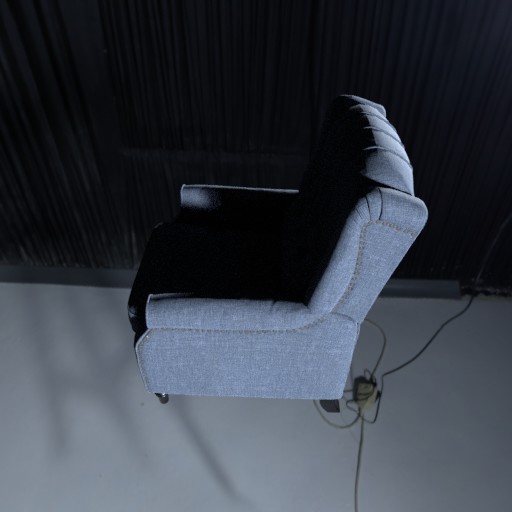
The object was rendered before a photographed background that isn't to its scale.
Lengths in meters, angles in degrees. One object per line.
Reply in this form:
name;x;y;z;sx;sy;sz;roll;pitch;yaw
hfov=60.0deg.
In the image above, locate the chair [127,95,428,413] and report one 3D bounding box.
chair;0.000;0.000;1.648;0.898;1.035;0.742;2;42;2
